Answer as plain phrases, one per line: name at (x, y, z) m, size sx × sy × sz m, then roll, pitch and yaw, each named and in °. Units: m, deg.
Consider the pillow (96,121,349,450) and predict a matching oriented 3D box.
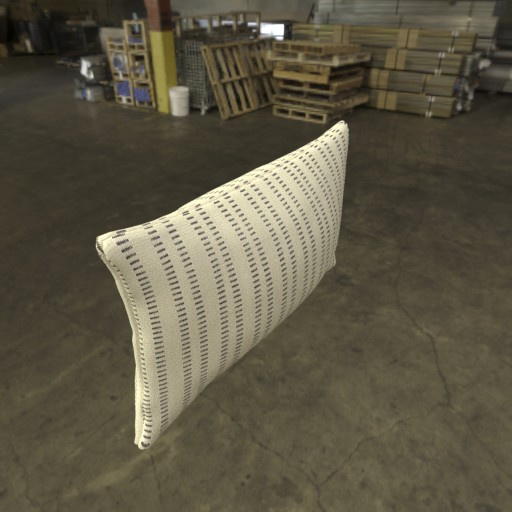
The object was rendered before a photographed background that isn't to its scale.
pillow at (0.000, 0.000, 0.794) m, size 0.210 × 0.353 × 0.640 m, roll 20°, pitch 36°, yaw 29°
